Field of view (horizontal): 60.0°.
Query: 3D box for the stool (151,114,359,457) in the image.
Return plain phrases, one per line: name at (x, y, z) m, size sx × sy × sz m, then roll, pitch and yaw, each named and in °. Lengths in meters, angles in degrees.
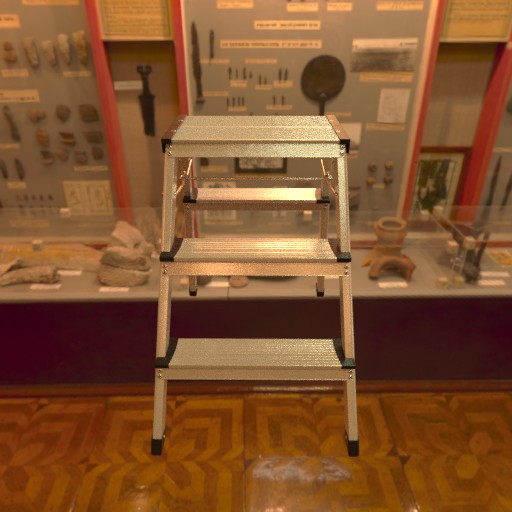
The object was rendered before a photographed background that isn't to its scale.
stool at (0.000, 0.000, 1.042) m, size 0.437 × 0.605 × 0.622 m, roll 0°, pitch 30°, yaw 0°
